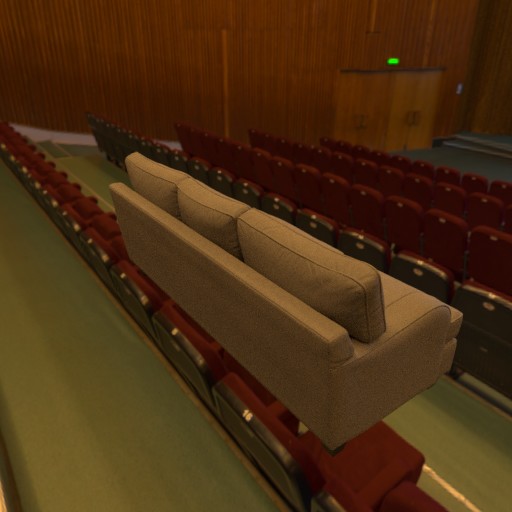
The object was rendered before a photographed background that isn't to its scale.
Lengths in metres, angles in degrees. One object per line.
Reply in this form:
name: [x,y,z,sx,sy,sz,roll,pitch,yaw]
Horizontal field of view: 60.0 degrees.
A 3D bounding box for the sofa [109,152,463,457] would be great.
sofa: [0.000,0.000,2.820,1.016,0.991,2.323,-19,32,-32]
